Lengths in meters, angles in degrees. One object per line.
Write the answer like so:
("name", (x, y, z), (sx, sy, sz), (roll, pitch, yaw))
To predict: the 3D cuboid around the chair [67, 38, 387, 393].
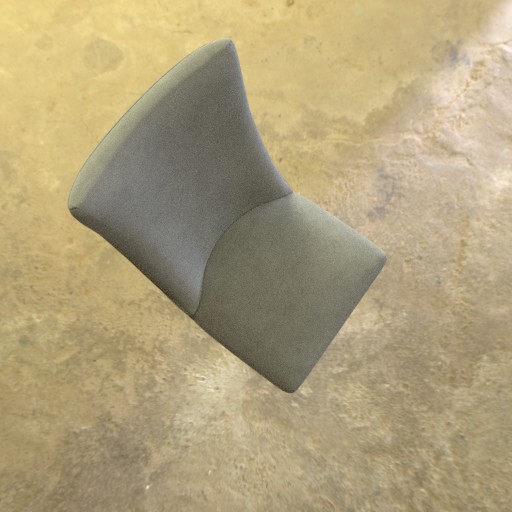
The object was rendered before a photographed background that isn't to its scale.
("chair", (0.000, 0.000, 1.231), (0.610, 0.902, 0.495), (36, 77, 9))
